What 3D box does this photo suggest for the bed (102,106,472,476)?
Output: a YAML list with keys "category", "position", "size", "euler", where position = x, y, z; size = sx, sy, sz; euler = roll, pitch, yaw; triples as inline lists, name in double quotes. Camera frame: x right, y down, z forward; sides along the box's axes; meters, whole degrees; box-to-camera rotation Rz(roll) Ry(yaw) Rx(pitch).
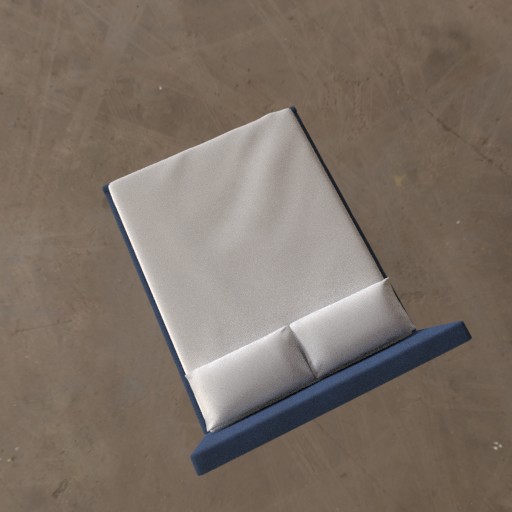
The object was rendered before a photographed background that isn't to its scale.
- category: "bed"
  position: [0.000, 0.000, 3.218]
  size: [1.723, 1.231, 2.172]
  euler: [-25, 78, -6]
